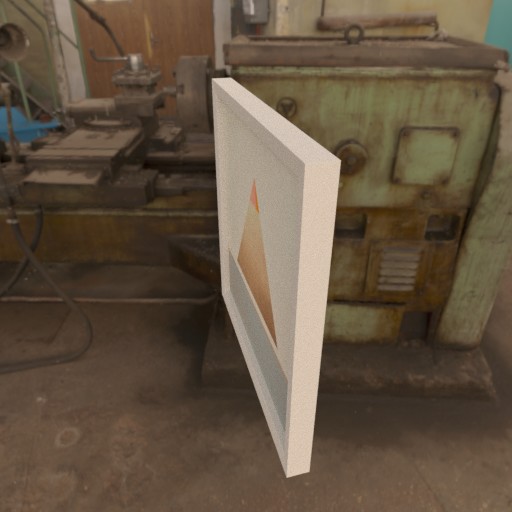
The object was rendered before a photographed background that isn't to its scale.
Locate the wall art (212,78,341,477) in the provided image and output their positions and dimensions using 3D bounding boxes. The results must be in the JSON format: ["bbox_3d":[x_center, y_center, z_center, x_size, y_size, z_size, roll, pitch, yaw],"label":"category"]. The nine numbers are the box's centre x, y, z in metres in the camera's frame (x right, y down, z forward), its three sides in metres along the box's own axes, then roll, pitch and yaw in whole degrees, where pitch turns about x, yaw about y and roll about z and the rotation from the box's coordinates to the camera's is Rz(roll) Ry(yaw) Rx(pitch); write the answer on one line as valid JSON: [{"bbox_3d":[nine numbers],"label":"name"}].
[{"bbox_3d":[0.000,0.000,1.972,0.098,1.291,1.289,-8,32,-13],"label":"wall art"}]
